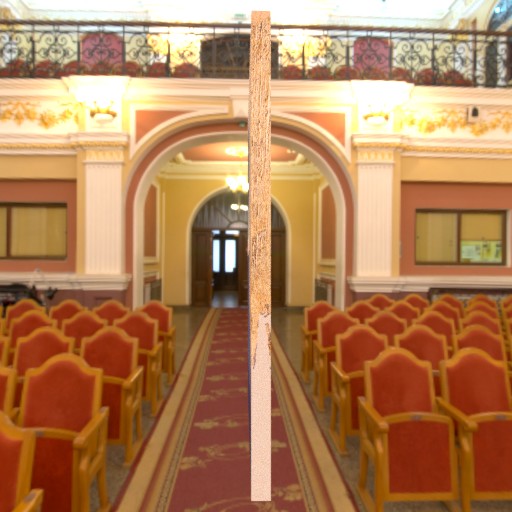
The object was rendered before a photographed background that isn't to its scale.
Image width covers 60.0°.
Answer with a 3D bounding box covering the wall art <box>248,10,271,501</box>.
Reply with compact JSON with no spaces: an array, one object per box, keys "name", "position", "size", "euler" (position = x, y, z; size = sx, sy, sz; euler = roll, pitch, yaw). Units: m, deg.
[{"name":"wall art","position":[0.000,0.000,0.783],"size":[0.026,0.613,0.458],"euler":[0,0,-2]}]
